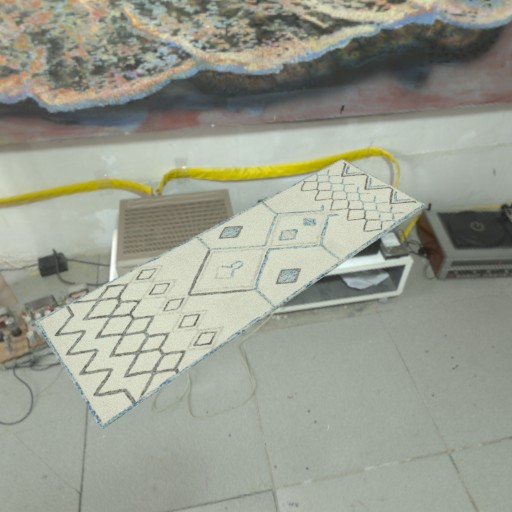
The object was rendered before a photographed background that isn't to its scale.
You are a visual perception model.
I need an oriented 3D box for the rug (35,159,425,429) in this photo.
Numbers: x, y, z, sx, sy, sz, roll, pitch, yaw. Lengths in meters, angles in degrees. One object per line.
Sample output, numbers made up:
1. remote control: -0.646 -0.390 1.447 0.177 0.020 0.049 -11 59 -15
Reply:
1. rug: 0.000 0.000 2.710 2.434 0.013 0.770 -31 52 -28
